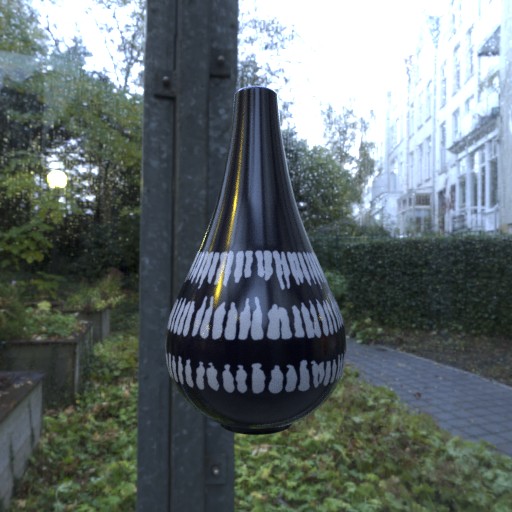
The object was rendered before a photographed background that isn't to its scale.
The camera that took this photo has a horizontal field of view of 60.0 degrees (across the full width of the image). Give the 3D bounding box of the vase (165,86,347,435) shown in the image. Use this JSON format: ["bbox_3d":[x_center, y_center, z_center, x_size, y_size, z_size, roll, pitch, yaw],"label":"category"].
[{"bbox_3d":[0.000,0.000,0.398,0.159,0.295,0.159,0,-1,0],"label":"vase"}]
